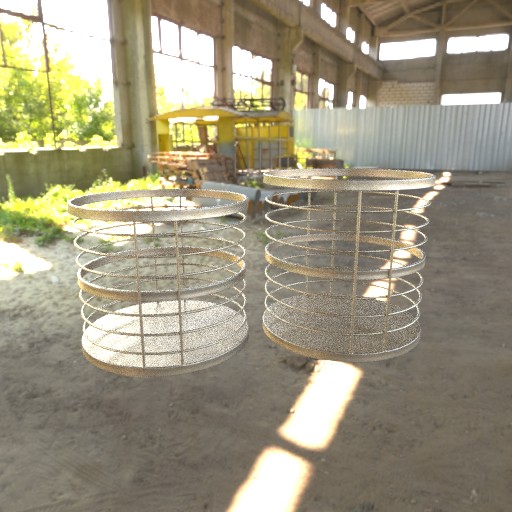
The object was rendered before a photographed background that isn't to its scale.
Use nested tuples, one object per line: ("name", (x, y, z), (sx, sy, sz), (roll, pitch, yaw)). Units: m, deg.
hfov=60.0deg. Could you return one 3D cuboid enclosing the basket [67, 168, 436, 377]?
("basket", (0.000, 0.000, 0.962), (0.746, 0.351, 0.356), (-2, 15, -8))
